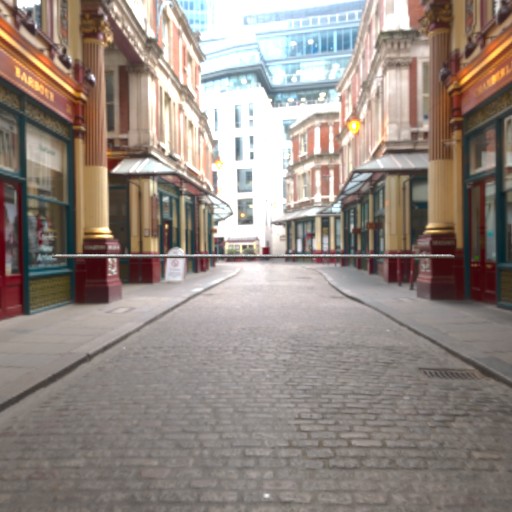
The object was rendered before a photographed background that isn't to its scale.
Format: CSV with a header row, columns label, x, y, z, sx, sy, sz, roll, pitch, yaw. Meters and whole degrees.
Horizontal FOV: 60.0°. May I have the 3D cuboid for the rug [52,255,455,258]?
label,x,y,z,sx,sy,sz,roll,pitch,yaw
rug,0.000,0.000,2.834,1.578,0.014,2.206,0,0,1
